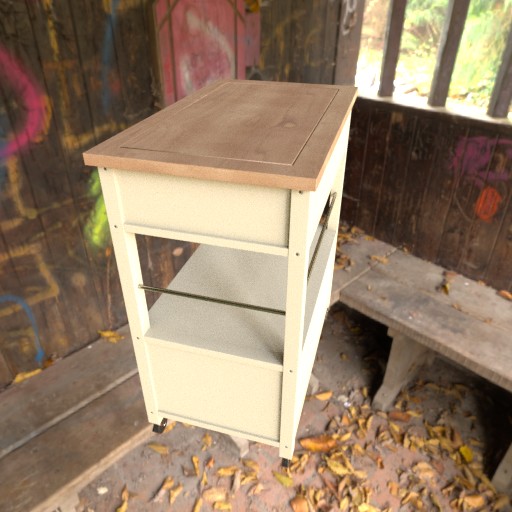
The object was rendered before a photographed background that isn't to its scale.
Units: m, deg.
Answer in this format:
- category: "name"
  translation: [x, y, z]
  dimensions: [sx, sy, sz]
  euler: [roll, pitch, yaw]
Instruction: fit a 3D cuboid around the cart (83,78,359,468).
- category: "cart"
  translation: [0.000, 0.000, 1.383]
  dimensions: [0.459, 0.901, 0.840]
  euler: [9, 33, 14]
